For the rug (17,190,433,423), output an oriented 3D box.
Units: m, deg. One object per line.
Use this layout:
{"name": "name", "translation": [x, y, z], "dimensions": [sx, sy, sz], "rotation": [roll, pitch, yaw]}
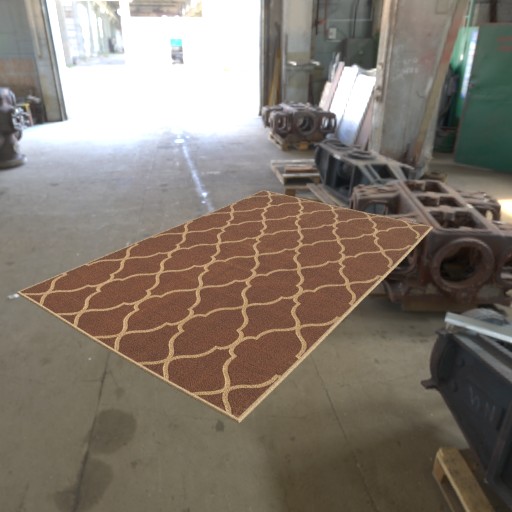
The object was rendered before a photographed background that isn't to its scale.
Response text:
{"name": "rug", "translation": [0.000, 0.000, 2.787], "dimensions": [1.526, 0.014, 2.290], "rotation": [18, 31, 32]}
